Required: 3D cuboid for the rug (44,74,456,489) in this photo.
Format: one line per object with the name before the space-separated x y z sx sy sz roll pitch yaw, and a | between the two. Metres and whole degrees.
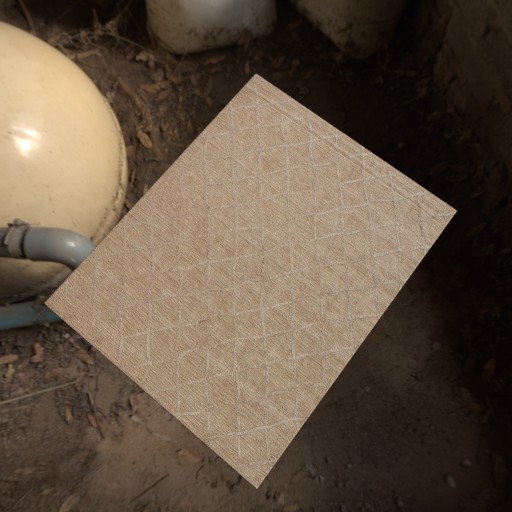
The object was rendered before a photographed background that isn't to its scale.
rug | 0.000 0.000 4.066 2.420 0.019 3.039 37 78 9
